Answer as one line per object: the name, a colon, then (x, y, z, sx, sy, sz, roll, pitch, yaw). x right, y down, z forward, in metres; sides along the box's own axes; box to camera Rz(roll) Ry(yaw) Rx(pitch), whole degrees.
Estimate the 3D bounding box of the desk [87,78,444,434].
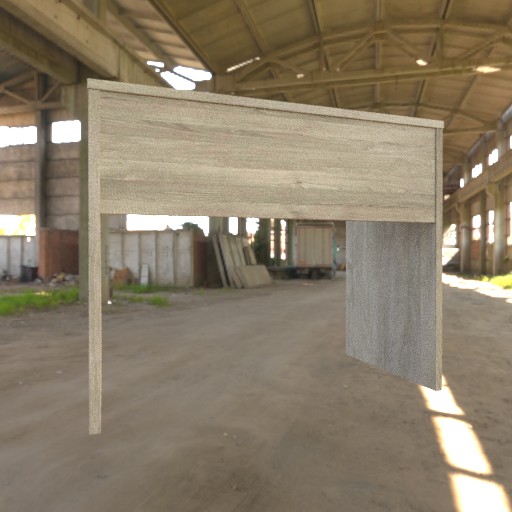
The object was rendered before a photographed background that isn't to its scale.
desk: (0.000, 0.000, 1.279, 0.893, 0.724, 0.498, 0, 0, -19)
